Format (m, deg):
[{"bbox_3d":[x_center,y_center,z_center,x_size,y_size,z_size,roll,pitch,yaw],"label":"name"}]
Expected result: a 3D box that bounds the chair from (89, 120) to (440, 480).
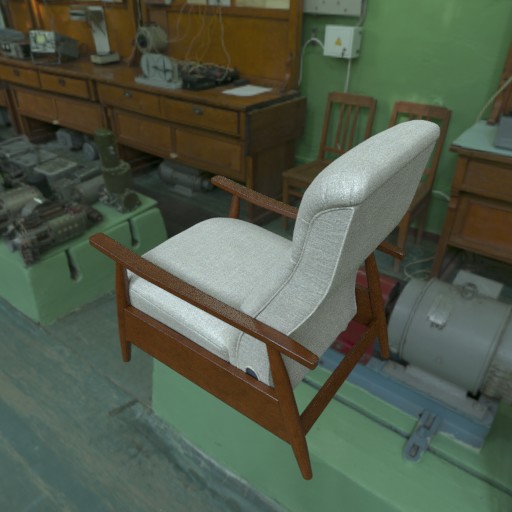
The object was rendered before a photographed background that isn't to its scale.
[{"bbox_3d":[0.000,0.000,1.712,1.014,1.082,0.762,21,38,30],"label":"chair"}]
